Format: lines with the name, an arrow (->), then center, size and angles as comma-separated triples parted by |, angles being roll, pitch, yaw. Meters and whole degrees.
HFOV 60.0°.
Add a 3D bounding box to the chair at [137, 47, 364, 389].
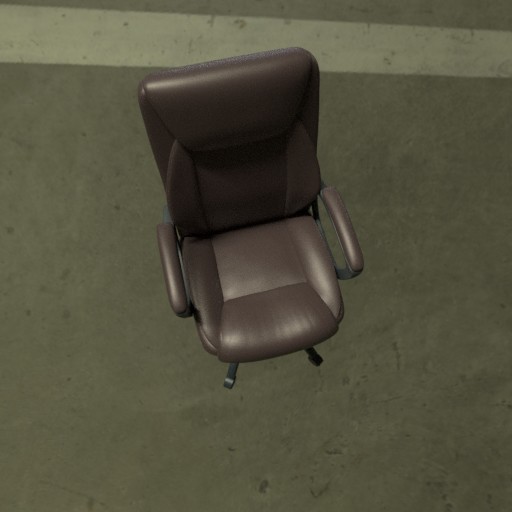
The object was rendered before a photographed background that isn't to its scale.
chair -> 0.000, 0.000, 1.441 | 0.615, 1.072, 0.655 | -13, 66, -6
